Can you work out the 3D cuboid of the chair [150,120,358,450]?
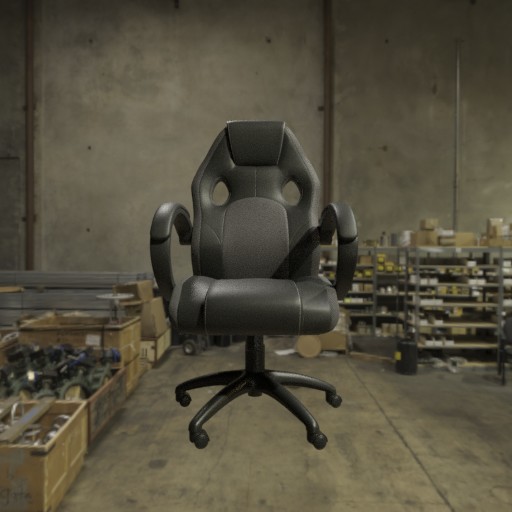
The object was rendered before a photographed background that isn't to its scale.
[{"bbox_3d":[0.000,0.000,1.651,0.673,1.187,0.724,0,1,1],"label":"chair"}]
